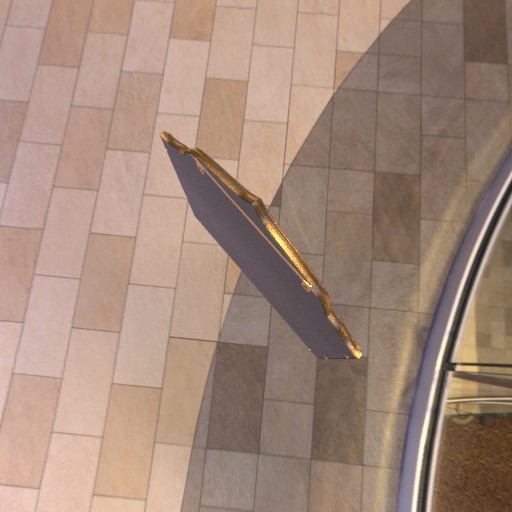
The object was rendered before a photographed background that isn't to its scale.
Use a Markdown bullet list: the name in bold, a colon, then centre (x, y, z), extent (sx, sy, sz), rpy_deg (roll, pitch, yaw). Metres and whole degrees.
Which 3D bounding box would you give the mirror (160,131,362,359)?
- **mirror**: centre (0.000, 0.000, 0.880), extent (0.018, 0.635, 0.513), rpy_deg (-40, 80, -8)
